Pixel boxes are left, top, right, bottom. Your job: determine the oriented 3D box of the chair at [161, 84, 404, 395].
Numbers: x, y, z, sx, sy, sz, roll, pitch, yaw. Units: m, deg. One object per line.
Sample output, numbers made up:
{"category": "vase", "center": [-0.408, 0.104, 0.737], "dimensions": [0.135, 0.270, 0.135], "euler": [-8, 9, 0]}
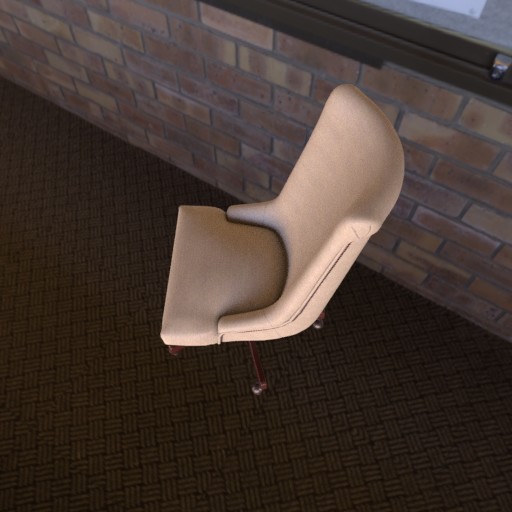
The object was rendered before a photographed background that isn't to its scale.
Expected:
{"category": "chair", "center": [0.000, 0.000, 1.456], "dimensions": [0.696, 1.010, 0.645], "euler": [1, 58, 1]}
